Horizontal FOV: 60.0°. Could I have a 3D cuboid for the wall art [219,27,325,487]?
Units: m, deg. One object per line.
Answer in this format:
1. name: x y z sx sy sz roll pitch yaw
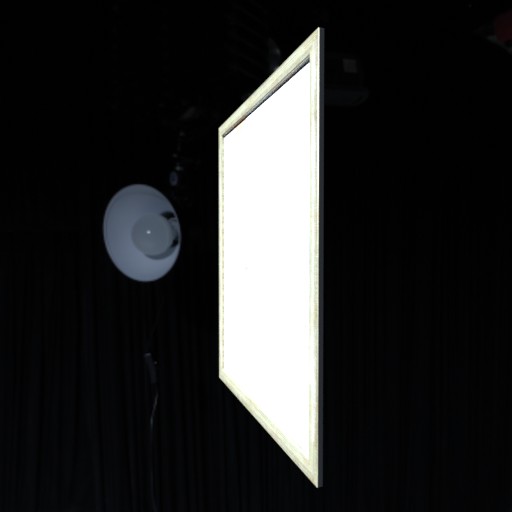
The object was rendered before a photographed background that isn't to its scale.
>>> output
1. wall art: 0.000 0.000 0.766 0.009 0.559 0.483 0 1 -19
